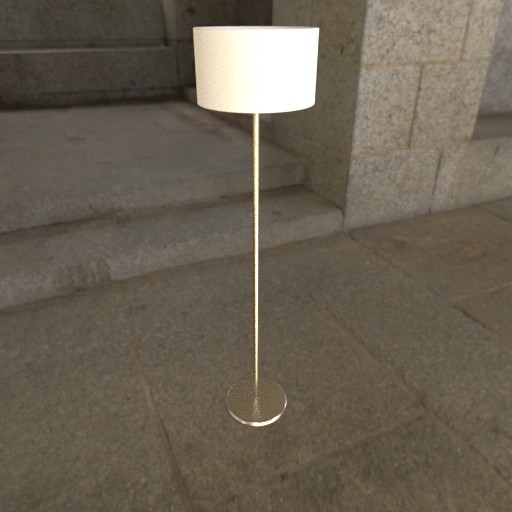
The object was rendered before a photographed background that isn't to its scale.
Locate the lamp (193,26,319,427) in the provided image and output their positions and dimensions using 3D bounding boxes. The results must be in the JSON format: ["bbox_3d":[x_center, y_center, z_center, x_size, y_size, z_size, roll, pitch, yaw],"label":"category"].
[{"bbox_3d":[0.000,0.000,1.574,0.347,1.443,0.347,19,34,31],"label":"lamp"}]
